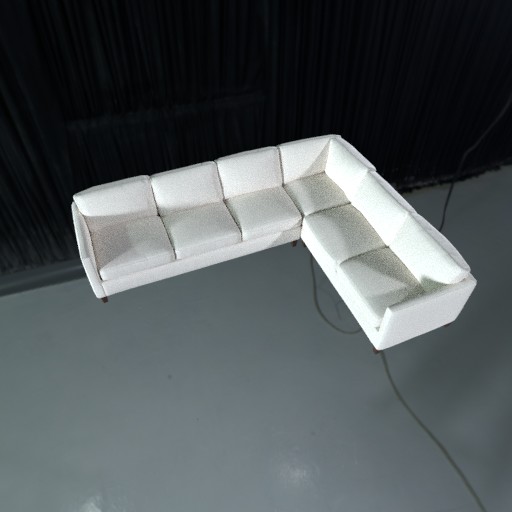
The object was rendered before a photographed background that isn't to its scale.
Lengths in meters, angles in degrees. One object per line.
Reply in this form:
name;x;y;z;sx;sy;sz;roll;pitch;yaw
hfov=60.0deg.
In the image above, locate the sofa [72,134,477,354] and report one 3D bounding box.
sofa;0.000;0.000;4.529;3.302;0.947;2.593;-17;49;-15
